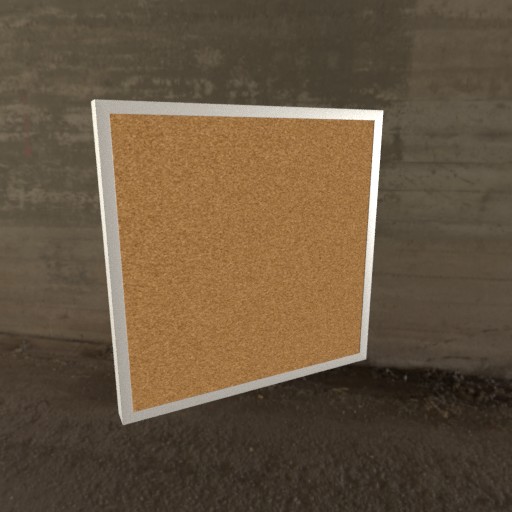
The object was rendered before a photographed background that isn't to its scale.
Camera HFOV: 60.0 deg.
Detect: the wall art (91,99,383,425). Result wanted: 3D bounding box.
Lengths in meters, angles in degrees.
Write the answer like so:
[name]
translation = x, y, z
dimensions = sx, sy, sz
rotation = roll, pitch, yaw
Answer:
[wall art]
translation = 0.000, 0.000, 0.788
dimensions = 0.506, 0.505, 0.038
rotation = -7, 16, -26
